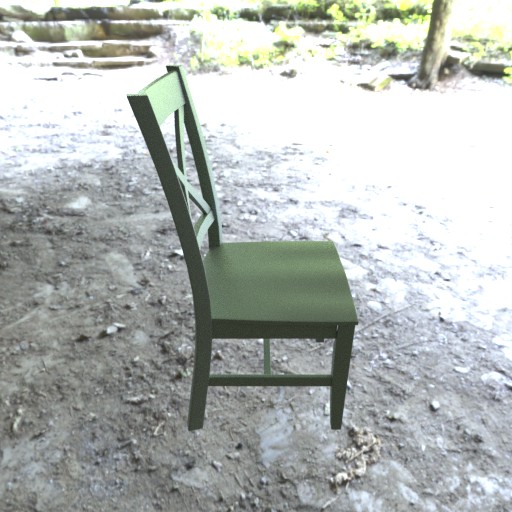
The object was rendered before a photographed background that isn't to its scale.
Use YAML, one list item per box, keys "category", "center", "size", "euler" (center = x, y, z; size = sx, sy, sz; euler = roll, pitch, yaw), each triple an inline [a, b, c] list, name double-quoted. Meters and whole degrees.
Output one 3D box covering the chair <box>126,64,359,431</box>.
- category: "chair"
  center: [0.000, 0.000, 1.301]
  size: [0.542, 0.983, 0.485]
  euler: [0, 30, 0]
